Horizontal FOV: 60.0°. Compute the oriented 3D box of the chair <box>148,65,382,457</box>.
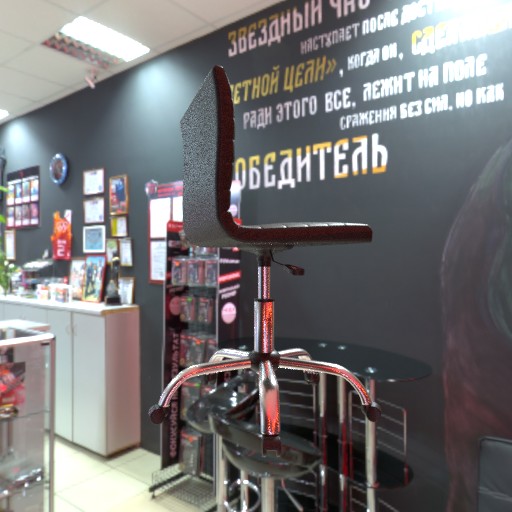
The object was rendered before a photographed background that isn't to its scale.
[{"bbox_3d":[0.000,0.000,1.123,0.530,0.780,0.556,0,0,-20],"label":"chair"}]
